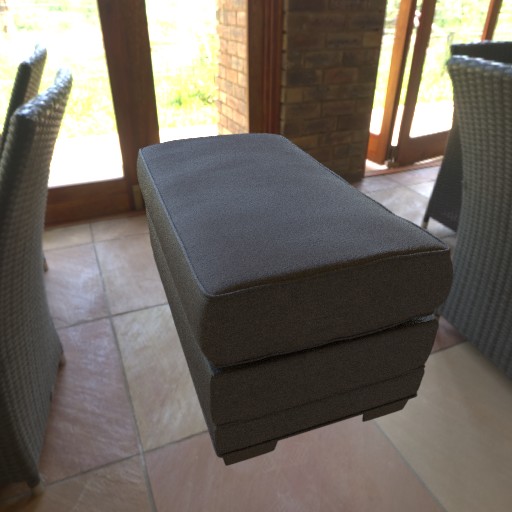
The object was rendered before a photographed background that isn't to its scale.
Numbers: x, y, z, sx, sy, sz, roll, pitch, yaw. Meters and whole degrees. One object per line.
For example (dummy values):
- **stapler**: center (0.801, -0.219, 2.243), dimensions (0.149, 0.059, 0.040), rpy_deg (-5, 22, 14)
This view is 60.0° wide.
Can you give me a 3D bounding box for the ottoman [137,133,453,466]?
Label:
- **ottoman**: center (0.000, 0.000, 1.152), dimensions (0.490, 0.448, 0.864), rpy_deg (-10, 32, -17)
